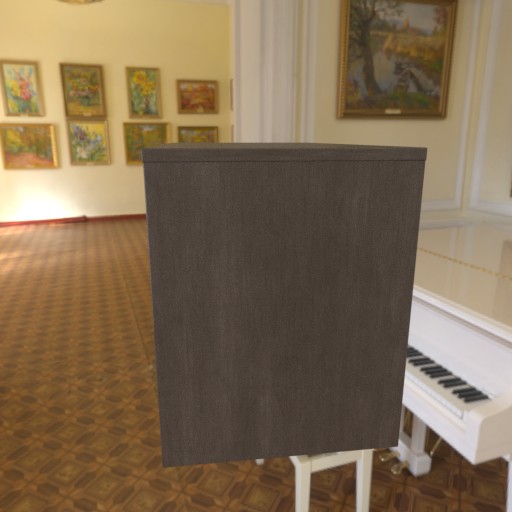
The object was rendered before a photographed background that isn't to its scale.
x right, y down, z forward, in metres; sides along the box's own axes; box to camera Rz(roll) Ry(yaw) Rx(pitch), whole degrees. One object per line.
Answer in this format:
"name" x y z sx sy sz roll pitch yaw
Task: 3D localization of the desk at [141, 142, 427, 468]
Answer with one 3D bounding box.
"desk" 0.000 0.000 1.535 0.600 0.750 1.100 -2 15 -7
